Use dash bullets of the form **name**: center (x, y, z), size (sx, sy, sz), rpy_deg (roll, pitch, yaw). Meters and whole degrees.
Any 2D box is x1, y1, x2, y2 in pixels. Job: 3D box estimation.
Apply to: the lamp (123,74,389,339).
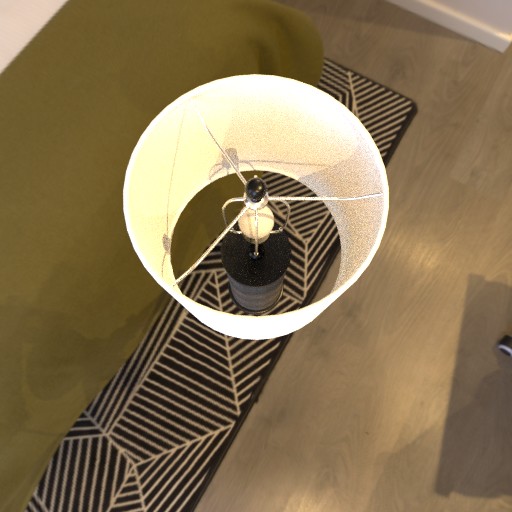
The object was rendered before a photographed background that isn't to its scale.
- **lamp**: center (0.000, 0.000, 0.803), size (0.305, 0.634, 0.305), rpy_deg (-1, 75, 0)
